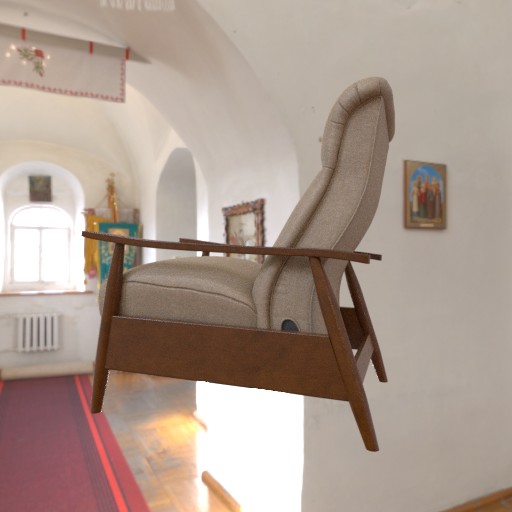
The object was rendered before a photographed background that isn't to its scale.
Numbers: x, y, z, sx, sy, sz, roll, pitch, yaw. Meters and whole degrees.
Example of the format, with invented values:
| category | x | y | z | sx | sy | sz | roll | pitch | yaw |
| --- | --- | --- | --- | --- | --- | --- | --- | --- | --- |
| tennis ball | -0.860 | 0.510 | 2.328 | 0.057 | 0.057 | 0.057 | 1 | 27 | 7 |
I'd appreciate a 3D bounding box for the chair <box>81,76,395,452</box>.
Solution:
| category | x | y | z | sx | sy | sz | roll | pitch | yaw |
| --- | --- | --- | --- | --- | --- | --- | --- | --- | --- |
| chair | 0.000 | 0.000 | 1.724 | 1.030 | 1.082 | 0.762 | 0 | 0 | 18 |
